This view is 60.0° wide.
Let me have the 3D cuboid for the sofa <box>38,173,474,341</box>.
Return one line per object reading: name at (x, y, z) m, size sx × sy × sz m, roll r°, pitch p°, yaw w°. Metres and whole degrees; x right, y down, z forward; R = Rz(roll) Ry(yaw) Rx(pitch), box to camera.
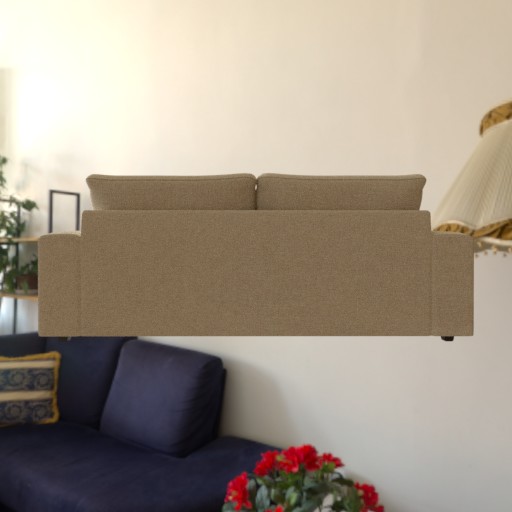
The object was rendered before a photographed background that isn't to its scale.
sofa at (0.000, 0.000, 2.848) m, size 2.299 × 0.922 × 1.040 m, roll 0°, pitch 0°, yaw 0°
